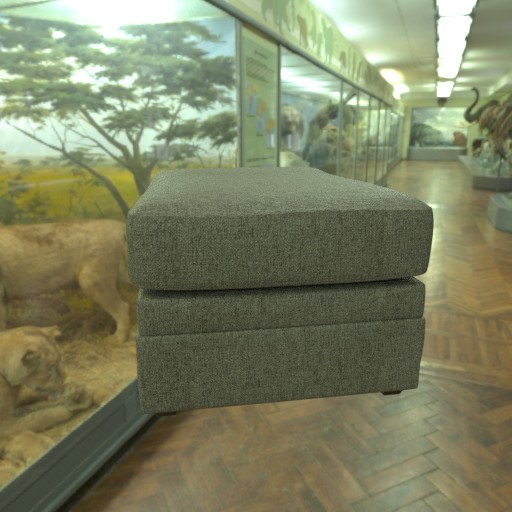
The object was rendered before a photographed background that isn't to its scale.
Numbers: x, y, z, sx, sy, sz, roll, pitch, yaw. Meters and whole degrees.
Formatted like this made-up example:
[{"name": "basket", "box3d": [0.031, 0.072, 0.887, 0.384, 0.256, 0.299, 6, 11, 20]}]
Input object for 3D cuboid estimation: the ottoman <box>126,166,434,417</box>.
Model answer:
[{"name": "ottoman", "box3d": [0.000, 0.000, 1.295, 0.637, 0.478, 0.885, -2, 16, -9]}]
